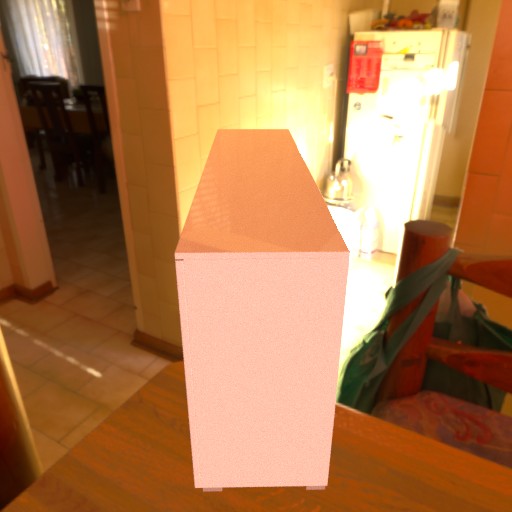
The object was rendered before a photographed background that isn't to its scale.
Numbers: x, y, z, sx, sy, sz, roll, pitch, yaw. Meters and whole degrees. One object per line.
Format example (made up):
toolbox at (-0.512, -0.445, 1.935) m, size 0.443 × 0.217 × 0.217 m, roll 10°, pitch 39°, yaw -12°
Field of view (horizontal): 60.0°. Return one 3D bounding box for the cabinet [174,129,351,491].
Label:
cabinet at (0.000, 0.000, 1.921) m, size 0.400 × 0.800 × 1.650 m, roll 0°, pitch 25°, yaw -1°
